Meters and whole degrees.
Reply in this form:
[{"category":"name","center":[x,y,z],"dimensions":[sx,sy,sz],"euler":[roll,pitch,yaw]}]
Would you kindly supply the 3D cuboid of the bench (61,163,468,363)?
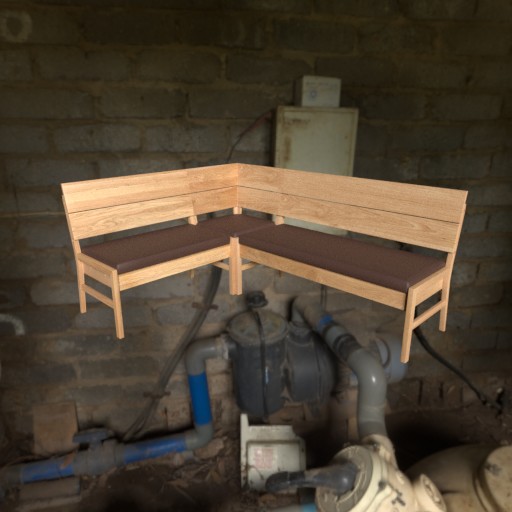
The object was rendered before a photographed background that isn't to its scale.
[{"category":"bench","center":[0.000,0.000,2.838],"dimensions":[1.975,0.890,1.549],"euler":[17,25,41]}]
